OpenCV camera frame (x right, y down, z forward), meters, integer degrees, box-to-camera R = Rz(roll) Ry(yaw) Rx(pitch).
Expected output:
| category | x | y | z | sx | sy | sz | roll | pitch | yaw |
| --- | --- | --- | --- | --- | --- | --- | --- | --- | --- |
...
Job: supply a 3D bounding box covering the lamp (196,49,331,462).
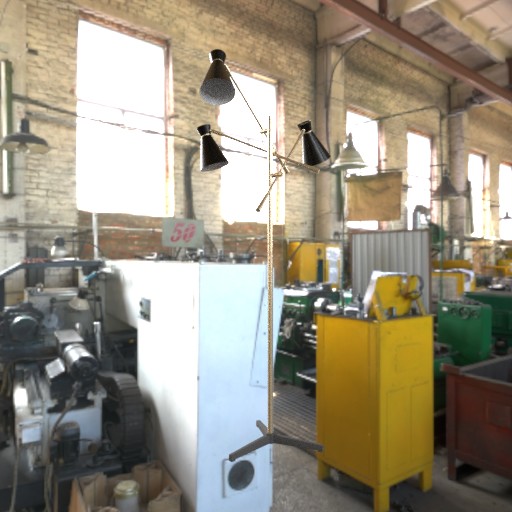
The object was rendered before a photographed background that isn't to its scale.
| category | x | y | z | sx | sy | sz | roll | pitch | yaw |
| --- | --- | --- | --- | --- | --- | --- | --- | --- | --- |
| lamp | 0.000 | 0.000 | 2.150 | 0.653 | 1.804 | 0.750 | 0 | 0 | 17 |
